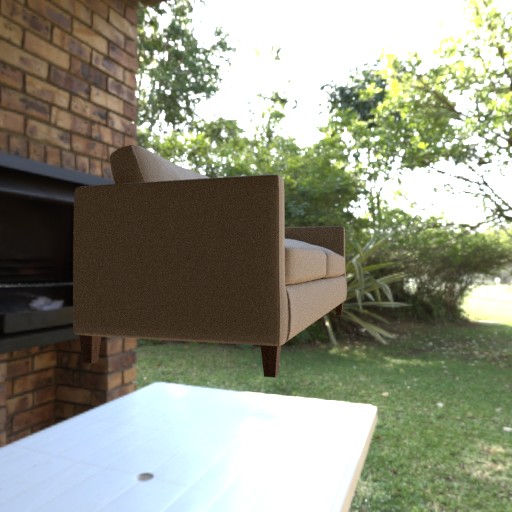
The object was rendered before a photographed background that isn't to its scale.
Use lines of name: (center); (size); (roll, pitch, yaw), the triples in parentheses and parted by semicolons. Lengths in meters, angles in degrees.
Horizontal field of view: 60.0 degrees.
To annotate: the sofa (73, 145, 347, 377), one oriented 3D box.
sofa: (0.000, 0.000, 2.872); (0.951, 0.968, 2.361); (0, -1, 17)
